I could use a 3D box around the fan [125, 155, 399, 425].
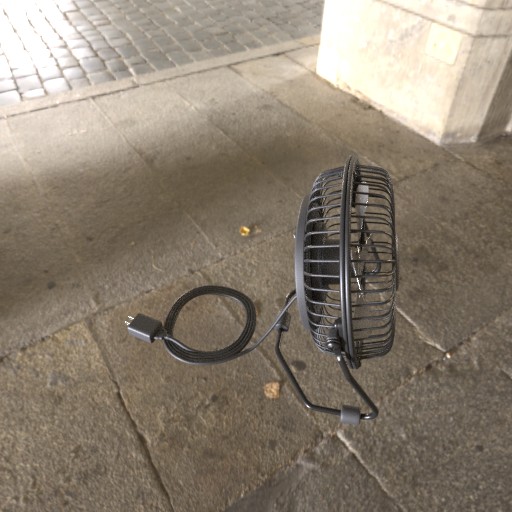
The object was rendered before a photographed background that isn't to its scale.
[{"bbox_3d":[0.000,0.000,0.308,0.202,0.152,0.153,9,46,8],"label":"fan"}]
